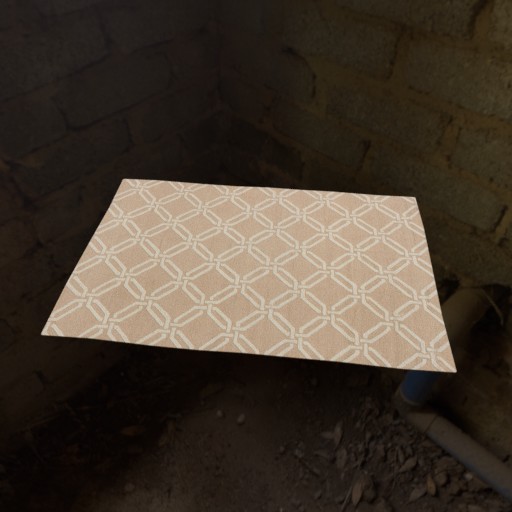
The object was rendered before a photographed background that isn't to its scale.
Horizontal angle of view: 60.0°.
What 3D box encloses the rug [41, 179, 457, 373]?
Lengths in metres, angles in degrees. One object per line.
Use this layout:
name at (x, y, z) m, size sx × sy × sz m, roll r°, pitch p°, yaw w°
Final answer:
rug at (0.000, 0.000, 2.225) m, size 1.745 × 0.010 × 1.146 m, roll 4°, pitch 46°, yaw 4°
